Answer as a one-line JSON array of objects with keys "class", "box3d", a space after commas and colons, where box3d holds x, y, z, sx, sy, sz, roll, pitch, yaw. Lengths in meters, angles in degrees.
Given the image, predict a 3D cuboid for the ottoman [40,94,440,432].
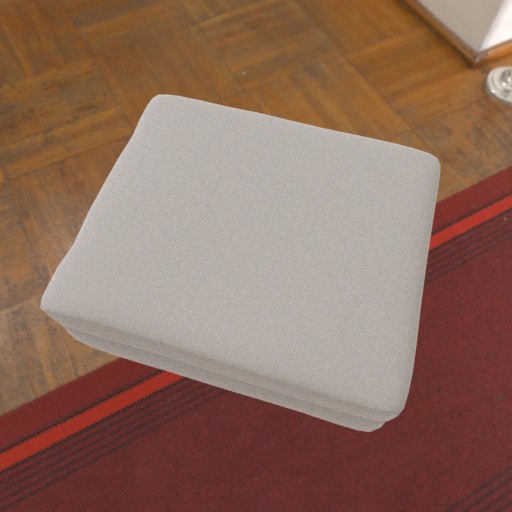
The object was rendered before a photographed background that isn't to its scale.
[{"class": "ottoman", "box3d": [0.000, 0.000, 1.436, 0.976, 0.492, 0.836, 15, 64, 7]}]
